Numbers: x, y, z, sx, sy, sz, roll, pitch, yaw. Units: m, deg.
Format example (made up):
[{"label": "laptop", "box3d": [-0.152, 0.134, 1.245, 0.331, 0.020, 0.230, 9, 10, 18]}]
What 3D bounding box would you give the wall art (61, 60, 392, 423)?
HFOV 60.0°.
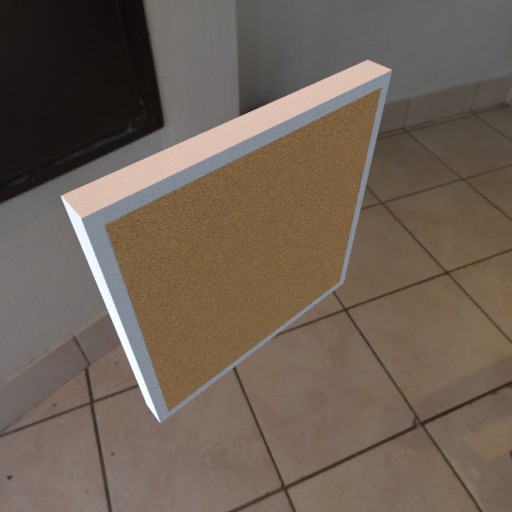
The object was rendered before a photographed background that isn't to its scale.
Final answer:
[{"label": "wall art", "box3d": [0.000, 0.000, 0.605, 0.406, 0.406, 0.038, -33, 55, -27]}]
